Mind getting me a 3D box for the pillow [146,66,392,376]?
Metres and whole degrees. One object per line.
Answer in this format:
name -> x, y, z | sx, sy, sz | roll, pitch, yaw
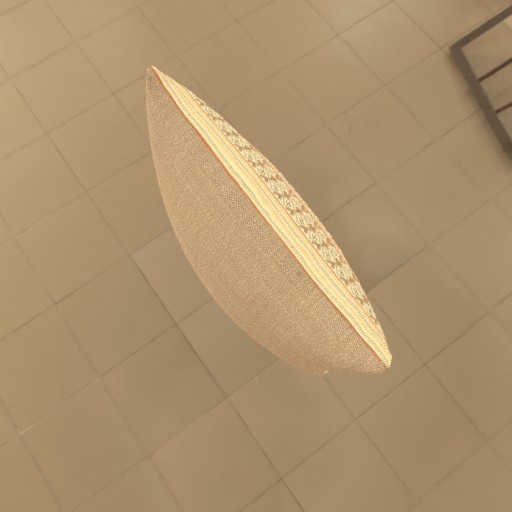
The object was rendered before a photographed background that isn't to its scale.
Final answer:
pillow -> 0.000, 0.000, 0.810 | 0.215, 0.519, 0.521 | -35, 78, -9
